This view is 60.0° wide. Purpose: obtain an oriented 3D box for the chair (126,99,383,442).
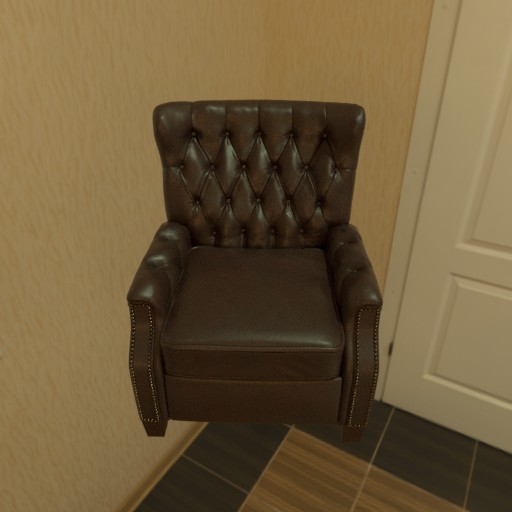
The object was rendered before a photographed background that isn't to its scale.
[{"bbox_3d":[0.000,0.000,1.464,0.709,0.864,0.823,1,30,2],"label":"chair"}]
